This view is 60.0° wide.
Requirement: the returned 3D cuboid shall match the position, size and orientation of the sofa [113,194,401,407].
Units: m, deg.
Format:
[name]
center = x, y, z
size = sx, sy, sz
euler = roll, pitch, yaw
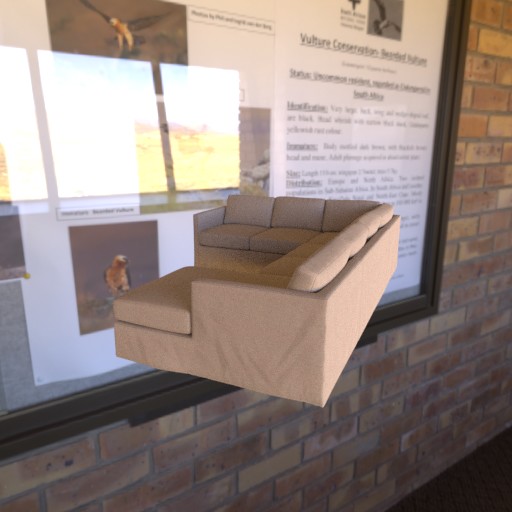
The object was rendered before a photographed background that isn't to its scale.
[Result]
[sofa]
center = 0.000, 0.000, 4.547
size = 2.427, 0.882, 3.460
euler = 6, 15, 23
